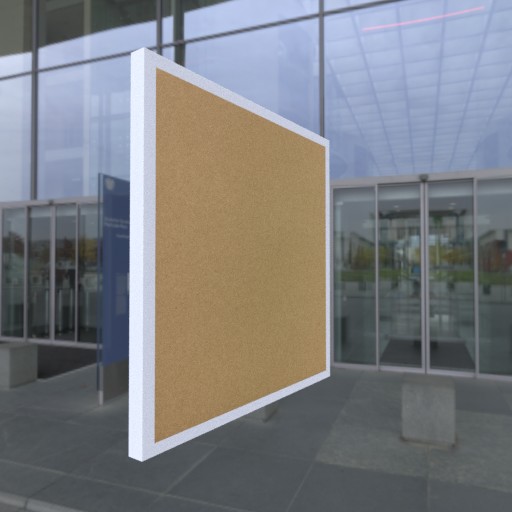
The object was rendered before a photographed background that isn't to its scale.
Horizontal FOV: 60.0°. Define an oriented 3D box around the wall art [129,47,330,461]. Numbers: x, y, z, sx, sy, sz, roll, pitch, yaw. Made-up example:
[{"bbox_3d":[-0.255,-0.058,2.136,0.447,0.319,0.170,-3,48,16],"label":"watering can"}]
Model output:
[{"bbox_3d":[0.000,0.000,1.134,0.038,0.761,0.763,-1,-1,36],"label":"wall art"}]
